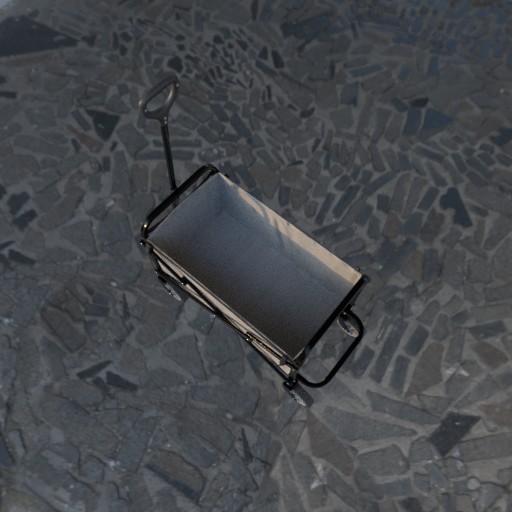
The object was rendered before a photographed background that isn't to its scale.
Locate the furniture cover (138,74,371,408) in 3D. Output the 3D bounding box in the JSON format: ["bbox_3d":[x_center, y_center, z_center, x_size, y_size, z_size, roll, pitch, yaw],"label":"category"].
[{"bbox_3d":[0.000,0.000,1.757,1.038,1.295,0.532,37,70,16],"label":"furniture cover"}]
